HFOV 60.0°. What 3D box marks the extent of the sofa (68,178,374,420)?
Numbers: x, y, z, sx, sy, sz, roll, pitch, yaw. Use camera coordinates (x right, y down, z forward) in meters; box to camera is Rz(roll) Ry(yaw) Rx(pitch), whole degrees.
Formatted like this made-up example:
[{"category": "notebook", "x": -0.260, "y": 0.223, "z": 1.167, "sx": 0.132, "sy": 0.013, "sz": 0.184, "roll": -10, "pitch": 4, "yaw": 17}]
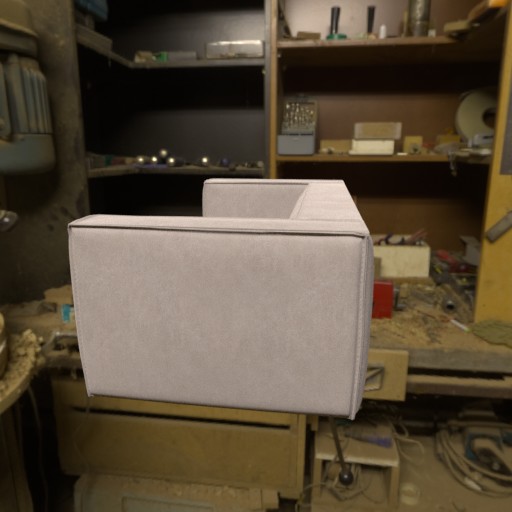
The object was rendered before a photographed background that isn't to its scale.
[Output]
[{"category": "sofa", "x": 0.000, "y": 0.000, "z": 2.391, "sx": 1.038, "sy": 0.680, "sz": 1.995, "roll": 2, "pitch": 14, "yaw": 8}]
